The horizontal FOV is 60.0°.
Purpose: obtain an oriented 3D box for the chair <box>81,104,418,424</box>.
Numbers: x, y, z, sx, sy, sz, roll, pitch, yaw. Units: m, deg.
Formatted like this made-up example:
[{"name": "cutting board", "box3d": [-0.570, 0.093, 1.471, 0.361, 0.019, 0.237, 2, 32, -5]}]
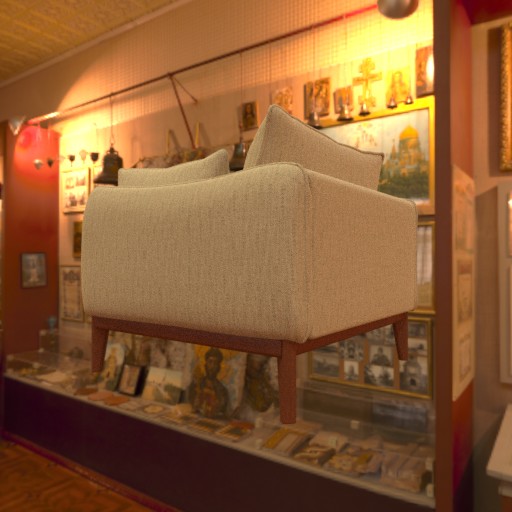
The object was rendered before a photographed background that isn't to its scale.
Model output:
[{"name": "chair", "box3d": [0.000, 0.000, 1.747, 0.991, 0.855, 0.994, 0, 0, 37]}]
